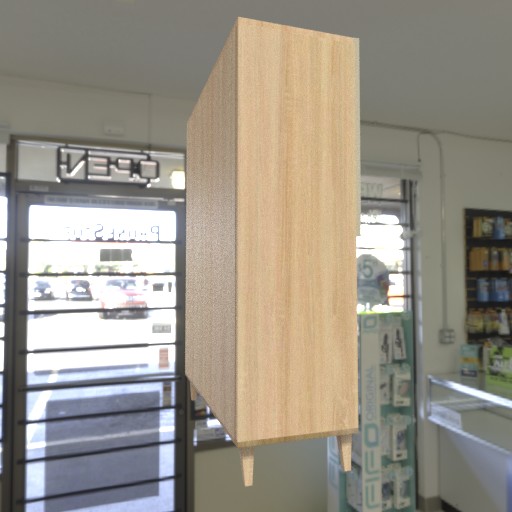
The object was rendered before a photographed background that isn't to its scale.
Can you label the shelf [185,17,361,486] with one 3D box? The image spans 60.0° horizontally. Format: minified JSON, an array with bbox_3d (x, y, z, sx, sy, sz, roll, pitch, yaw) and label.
[{"bbox_3d":[0.000,0.000,1.848,0.434,1.405,0.995,1,-3,-18],"label":"shelf"}]
